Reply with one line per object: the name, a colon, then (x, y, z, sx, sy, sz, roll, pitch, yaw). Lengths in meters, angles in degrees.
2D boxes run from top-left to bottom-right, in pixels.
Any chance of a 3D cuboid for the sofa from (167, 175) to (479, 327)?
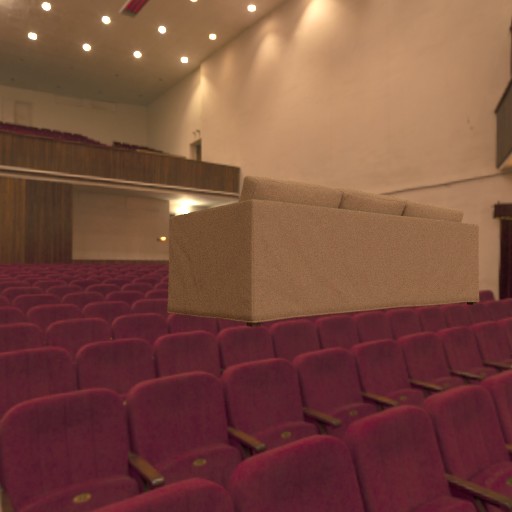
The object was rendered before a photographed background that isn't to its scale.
sofa: (0.000, 0.000, 4.334, 2.432, 0.871, 3.182, 1, -2, -37)
